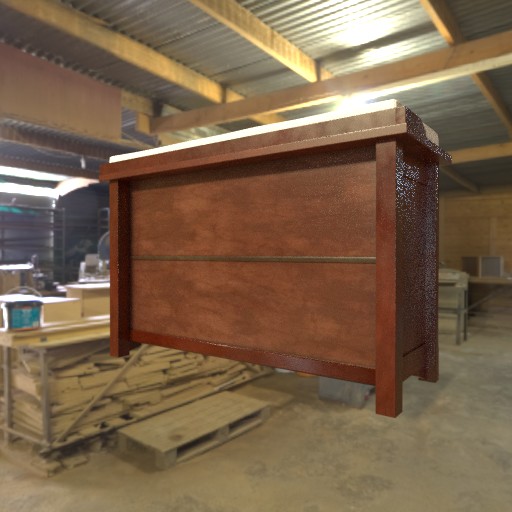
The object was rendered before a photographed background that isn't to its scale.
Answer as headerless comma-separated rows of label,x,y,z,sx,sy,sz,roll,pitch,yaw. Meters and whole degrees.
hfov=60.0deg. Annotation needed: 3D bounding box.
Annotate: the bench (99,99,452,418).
bench,0.000,0.000,1.293,0.987,0.646,0.369,0,1,36
